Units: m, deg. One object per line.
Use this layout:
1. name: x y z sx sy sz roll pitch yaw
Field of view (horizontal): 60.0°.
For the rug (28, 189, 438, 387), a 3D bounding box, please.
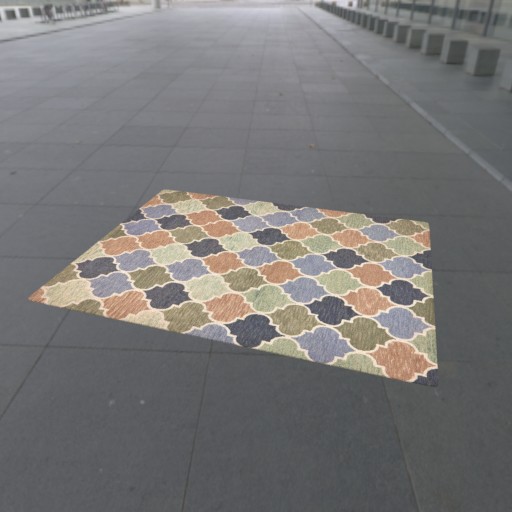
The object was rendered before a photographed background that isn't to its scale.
1. rug: 0.000 0.000 4.243 3.200 0.013 2.439 9 32 15
